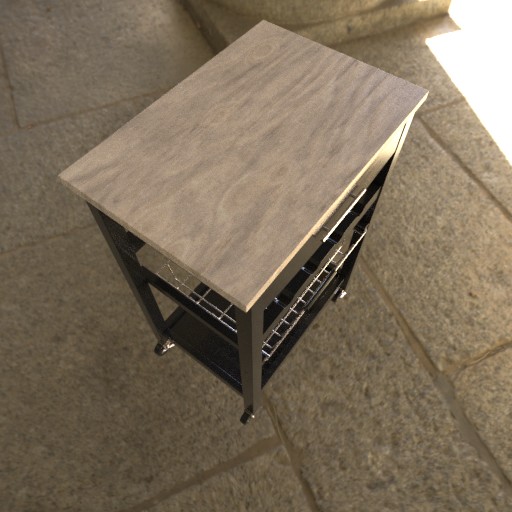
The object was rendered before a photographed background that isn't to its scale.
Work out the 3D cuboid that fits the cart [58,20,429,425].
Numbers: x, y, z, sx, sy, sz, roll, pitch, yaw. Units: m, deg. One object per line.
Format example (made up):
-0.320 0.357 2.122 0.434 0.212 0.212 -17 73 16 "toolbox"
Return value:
0.000 0.000 1.148 0.403 0.839 0.584 33 64 19 "cart"
